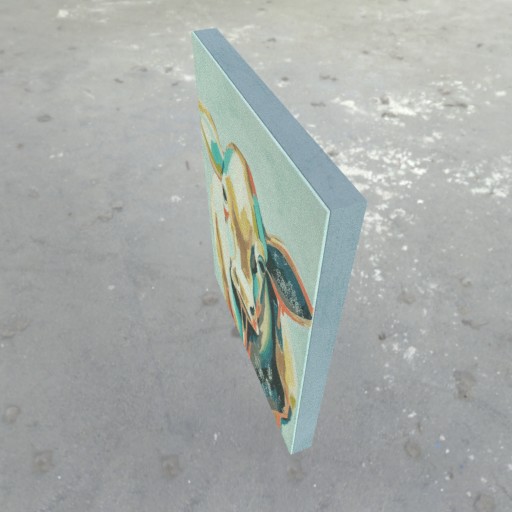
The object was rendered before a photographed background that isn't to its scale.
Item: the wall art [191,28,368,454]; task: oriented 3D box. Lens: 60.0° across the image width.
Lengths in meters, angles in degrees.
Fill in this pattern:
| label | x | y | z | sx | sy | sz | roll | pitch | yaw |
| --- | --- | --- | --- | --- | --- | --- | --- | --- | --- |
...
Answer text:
| label | x | y | z | sx | sy | sz | roll | pitch | yaw |
| --- | --- | --- | --- | --- | --- | --- | --- | --- | --- |
| wall art | 0.000 | 0.000 | 0.665 | 0.037 | 0.509 | 0.409 | -15 | 48 | -14 |
